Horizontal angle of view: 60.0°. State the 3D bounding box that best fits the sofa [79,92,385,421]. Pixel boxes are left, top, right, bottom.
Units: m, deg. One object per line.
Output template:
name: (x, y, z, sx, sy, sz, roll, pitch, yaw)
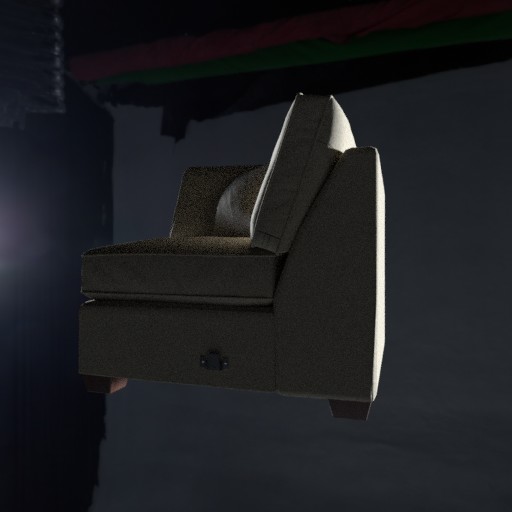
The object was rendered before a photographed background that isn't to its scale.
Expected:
sofa: (0.000, 0.000, 1.966, 1.084, 1.002, 1.146, 0, 0, 17)
